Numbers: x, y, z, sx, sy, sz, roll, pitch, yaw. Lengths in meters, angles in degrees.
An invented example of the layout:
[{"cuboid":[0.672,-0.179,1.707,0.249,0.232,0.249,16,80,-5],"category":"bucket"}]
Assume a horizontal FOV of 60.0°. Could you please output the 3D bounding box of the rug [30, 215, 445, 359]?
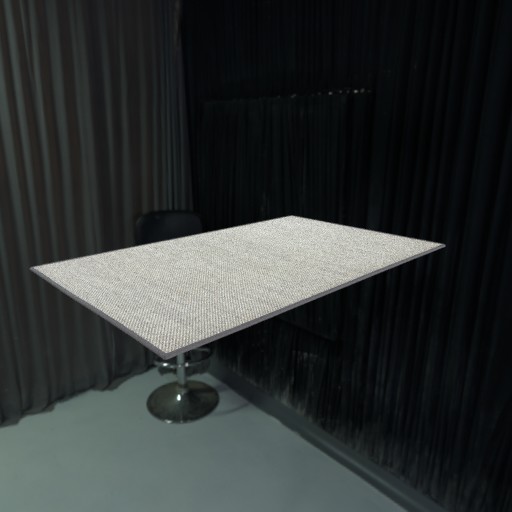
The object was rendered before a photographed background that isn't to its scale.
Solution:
[{"cuboid":[0.000,0.000,2.083,1.676,0.013,1.067,-15,22,-41],"category":"rug"}]
